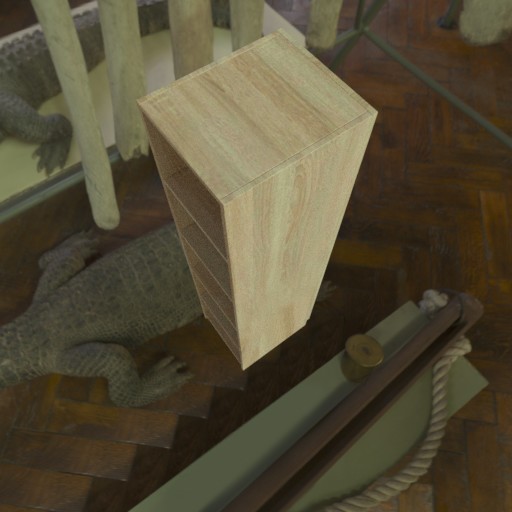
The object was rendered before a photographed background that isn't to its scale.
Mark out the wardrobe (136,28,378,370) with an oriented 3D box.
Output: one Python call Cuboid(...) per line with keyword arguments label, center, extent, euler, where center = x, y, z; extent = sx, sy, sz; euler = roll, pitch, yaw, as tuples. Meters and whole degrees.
Cuboid(label="wardrobe", center=(0.000, 0.000, 2.346), extent=(0.588, 2.117, 0.496), euler=(-33, 68, -15))
